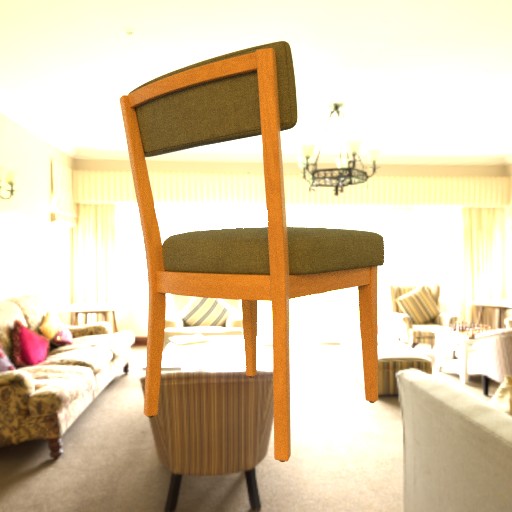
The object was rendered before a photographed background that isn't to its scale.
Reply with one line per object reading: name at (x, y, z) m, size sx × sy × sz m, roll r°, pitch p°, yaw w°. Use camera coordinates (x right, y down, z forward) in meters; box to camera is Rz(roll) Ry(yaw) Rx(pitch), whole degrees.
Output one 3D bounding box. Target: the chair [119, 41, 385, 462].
chair at (0.000, 0.000, 1.168) m, size 0.508 × 0.832 × 0.572 m, roll 0°, pitch 1°, yaw 37°
